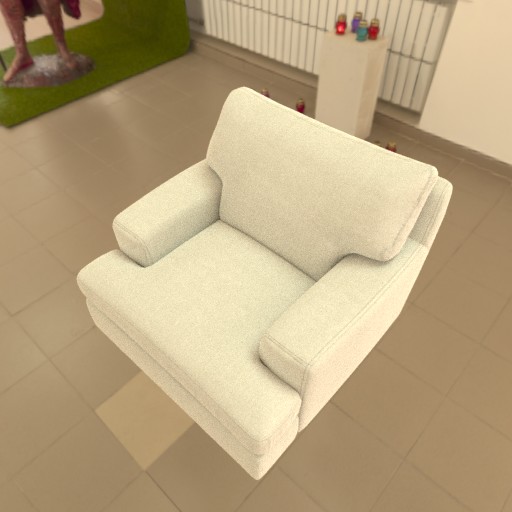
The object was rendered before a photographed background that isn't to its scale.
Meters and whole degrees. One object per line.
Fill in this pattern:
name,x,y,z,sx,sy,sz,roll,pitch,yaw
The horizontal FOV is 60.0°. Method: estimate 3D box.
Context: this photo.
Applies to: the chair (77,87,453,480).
chair,0.000,0.000,1.897,1.140,0.930,1.158,33,55,27
